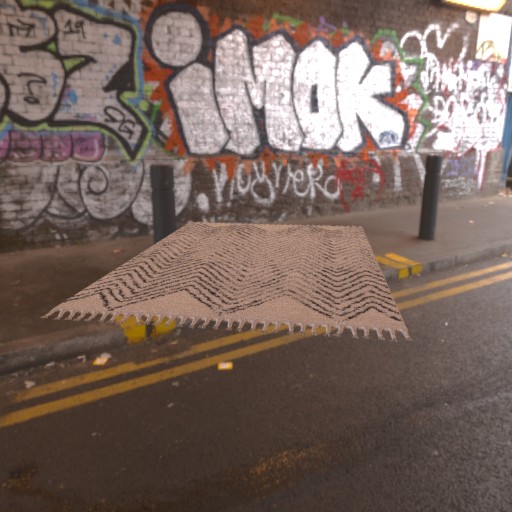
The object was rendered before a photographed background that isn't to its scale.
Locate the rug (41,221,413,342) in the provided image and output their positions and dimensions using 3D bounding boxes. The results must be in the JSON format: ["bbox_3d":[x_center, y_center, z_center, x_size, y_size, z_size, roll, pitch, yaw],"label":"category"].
[{"bbox_3d":[0.000,0.000,2.297,1.230,0.014,1.847,2,15,8],"label":"rug"}]
